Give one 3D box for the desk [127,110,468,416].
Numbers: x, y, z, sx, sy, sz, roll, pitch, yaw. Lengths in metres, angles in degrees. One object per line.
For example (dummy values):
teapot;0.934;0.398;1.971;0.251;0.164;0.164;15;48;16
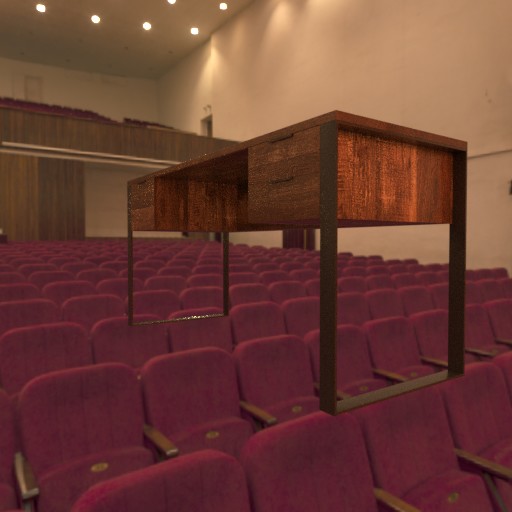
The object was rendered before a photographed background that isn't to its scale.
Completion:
desk;0.000;0.000;1.893;0.599;0.762;1.524;-1;2;-35
